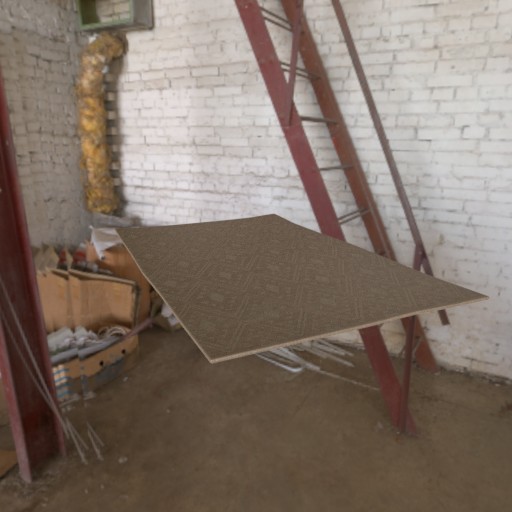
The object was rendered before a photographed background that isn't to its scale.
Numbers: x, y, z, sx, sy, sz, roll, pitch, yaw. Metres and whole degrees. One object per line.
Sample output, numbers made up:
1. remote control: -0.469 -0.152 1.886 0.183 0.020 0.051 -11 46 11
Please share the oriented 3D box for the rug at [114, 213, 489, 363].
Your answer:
1. rug: 0.000 0.000 3.047 1.553 0.053 2.430 -8 18 -24
